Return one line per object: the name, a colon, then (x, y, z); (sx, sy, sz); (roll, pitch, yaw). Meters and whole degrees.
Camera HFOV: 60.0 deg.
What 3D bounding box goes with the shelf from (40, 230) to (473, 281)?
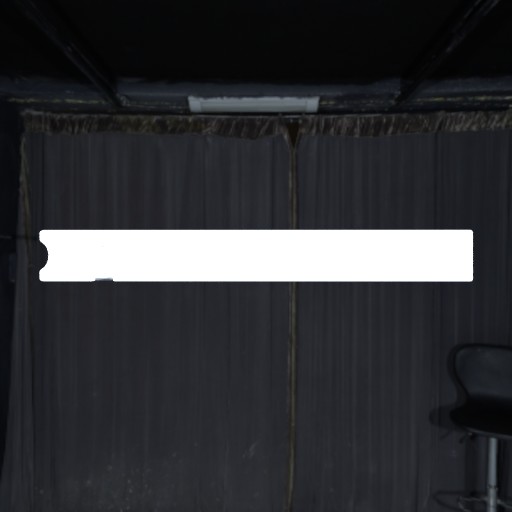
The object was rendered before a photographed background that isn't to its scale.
shelf: (0.000, 0.000, 0.448); (0.296, 0.035, 0.296); (0, 0, 0)
